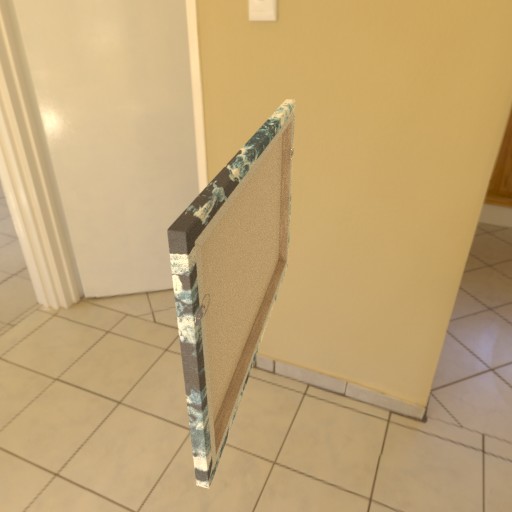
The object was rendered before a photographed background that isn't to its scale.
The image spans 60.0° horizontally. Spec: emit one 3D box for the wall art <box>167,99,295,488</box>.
[{"bbox_3d":[0.000,0.000,1.931,0.055,1.017,1.524,7,32,12],"label":"wall art"}]
